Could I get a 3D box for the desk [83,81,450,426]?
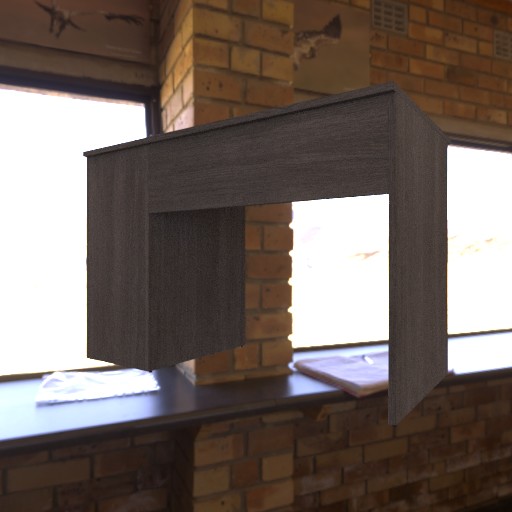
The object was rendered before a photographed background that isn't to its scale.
[{"bbox_3d":[0.000,0.000,1.474,1.097,0.735,0.560,0,0,35],"label":"desk"}]
